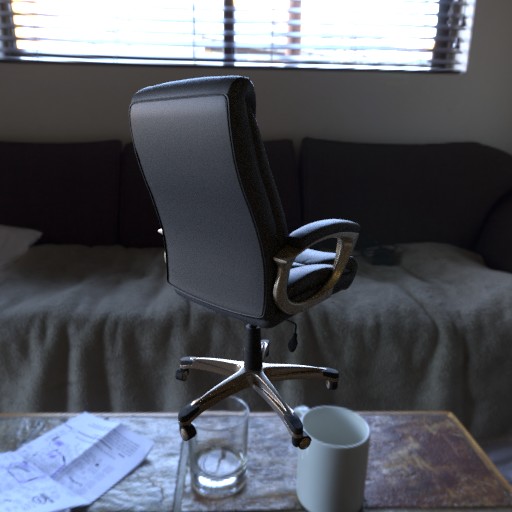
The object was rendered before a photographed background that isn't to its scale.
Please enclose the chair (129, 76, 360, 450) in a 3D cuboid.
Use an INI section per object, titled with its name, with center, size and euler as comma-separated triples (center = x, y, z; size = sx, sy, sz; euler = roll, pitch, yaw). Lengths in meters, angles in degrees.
[chair]
center = 0.000, 0.000, 1.655
size = 0.694, 1.188, 0.748
euler = 14, 20, 42
